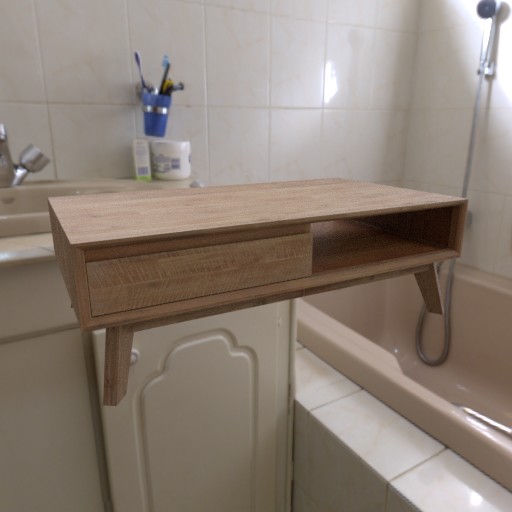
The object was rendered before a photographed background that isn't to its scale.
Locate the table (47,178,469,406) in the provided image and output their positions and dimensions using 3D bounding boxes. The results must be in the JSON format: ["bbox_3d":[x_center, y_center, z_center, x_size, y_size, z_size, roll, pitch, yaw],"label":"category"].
[{"bbox_3d":[0.000,0.000,2.026,1.619,0.531,0.918,-9,19,-27],"label":"table"}]
